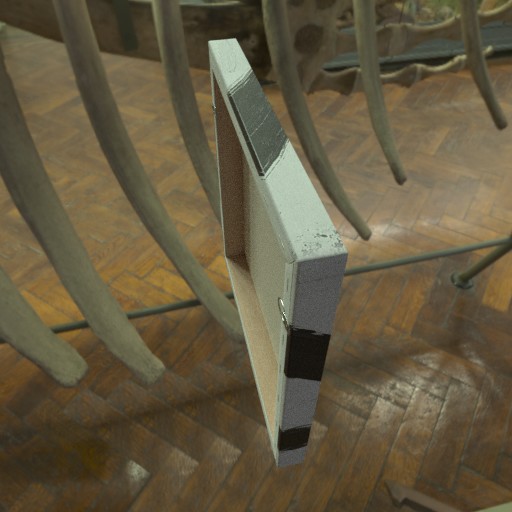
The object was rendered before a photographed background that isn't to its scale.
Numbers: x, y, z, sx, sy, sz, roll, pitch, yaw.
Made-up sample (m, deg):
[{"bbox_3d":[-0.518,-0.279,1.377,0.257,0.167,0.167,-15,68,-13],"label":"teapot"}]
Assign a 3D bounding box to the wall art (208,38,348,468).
[{"bbox_3d":[0.000,0.000,0.734,0.050,0.508,0.507,-9,47,-9],"label":"wall art"}]
